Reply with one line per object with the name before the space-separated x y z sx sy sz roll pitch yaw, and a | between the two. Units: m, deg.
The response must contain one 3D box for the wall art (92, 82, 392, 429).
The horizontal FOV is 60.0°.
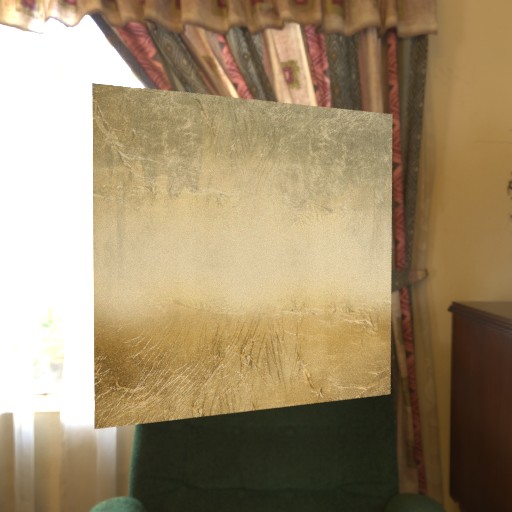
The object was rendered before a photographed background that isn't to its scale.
wall art | 0.000 0.000 1.584 1.092 1.091 0.051 0 1 -18
